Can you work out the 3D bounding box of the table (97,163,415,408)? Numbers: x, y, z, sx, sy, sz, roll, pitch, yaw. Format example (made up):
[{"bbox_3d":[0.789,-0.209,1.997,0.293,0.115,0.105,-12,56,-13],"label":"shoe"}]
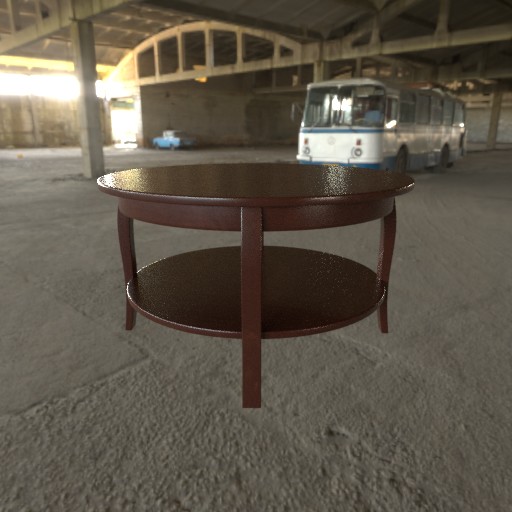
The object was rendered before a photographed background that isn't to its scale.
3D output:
[{"bbox_3d":[0.000,0.000,1.413,0.911,0.512,0.911,0,16,0],"label":"table"}]
